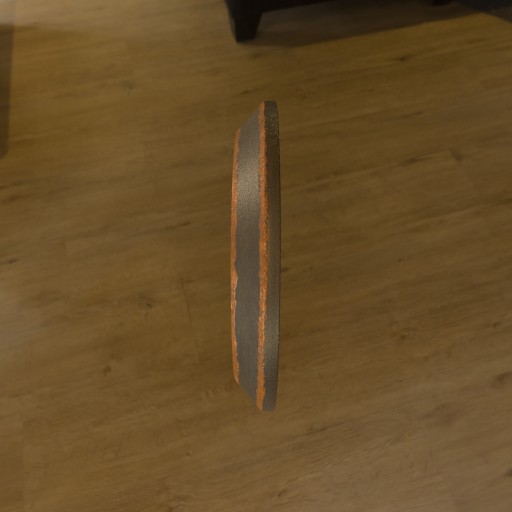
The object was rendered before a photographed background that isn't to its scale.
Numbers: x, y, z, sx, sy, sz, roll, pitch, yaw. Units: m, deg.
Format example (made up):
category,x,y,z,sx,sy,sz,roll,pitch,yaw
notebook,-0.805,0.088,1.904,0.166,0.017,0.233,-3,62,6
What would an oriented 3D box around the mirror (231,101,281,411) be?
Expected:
category,x,y,z,sx,sy,sz,roll,pitch,yaw
mirror,0.000,0.000,1.374,0.111,0.907,0.907,0,59,0
